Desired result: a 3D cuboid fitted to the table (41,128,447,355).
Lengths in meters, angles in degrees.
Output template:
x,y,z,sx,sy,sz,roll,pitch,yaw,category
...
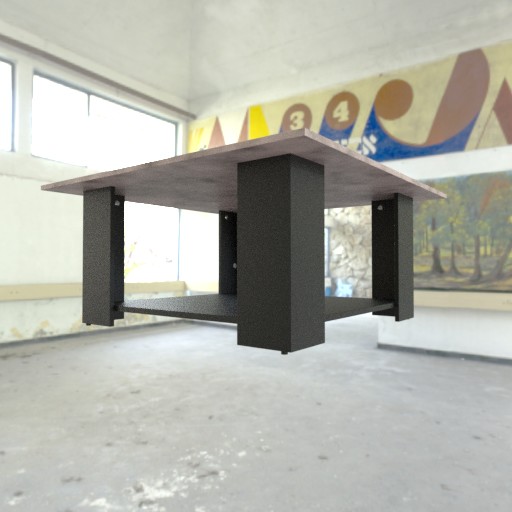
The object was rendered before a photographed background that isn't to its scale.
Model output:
x,y,z,sx,sy,sz,roll,pitch,yaw,category
0.000,0.000,1.025,0.670,0.305,0.670,-1,-2,38,table
